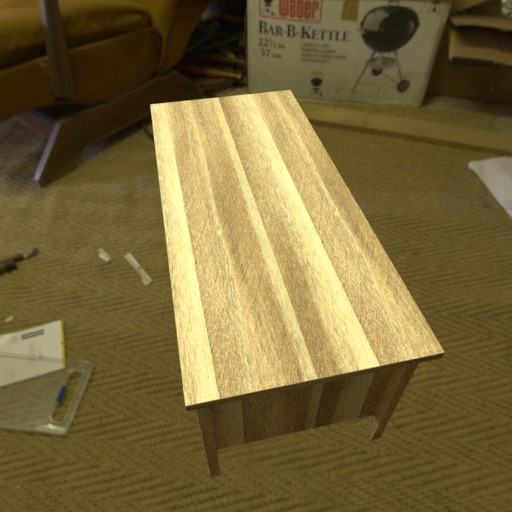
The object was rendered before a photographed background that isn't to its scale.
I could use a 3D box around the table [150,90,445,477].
[{"bbox_3d":[0.000,0.000,1.345,0.493,0.480,1.095,-9,47,-9],"label":"table"}]
